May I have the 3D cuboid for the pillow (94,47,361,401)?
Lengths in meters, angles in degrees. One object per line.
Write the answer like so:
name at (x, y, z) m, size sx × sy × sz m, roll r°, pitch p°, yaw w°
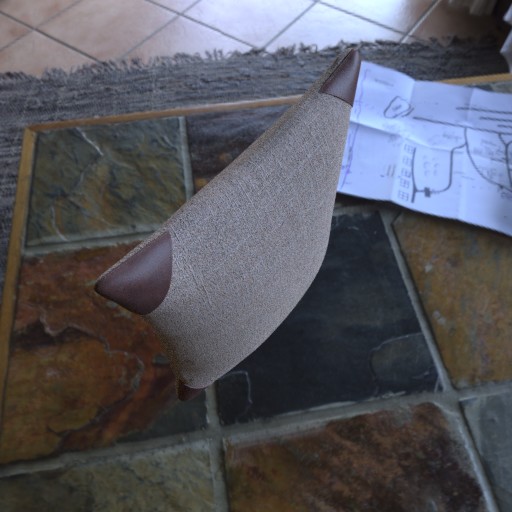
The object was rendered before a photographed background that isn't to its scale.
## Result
pillow at (0.000, 0.000, 0.655) m, size 0.147 × 0.448 × 0.437 m, roll 32°, pitch 64°, yaw 18°
